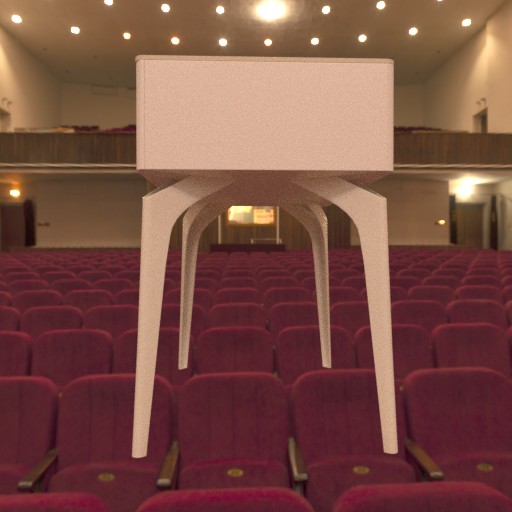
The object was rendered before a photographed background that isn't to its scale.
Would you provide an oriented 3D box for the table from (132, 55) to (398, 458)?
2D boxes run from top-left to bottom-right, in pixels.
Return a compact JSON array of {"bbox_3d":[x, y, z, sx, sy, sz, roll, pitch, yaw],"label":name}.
[{"bbox_3d":[0.000,0.000,0.882,0.400,0.570,0.500,0,1,-2],"label":"table"}]
